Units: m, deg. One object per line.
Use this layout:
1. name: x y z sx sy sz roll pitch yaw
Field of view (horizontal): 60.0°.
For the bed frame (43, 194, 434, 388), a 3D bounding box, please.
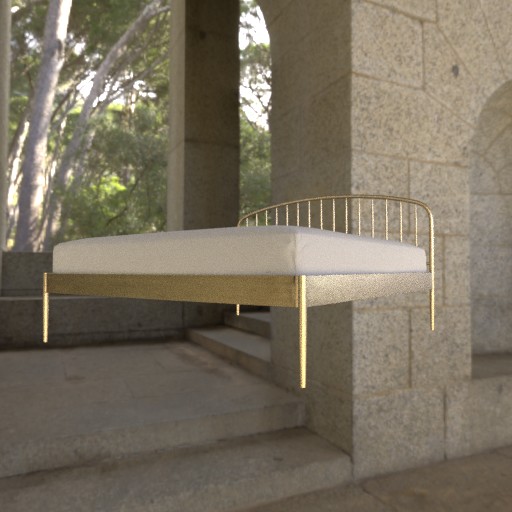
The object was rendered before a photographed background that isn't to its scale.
1. bed frame: 0.000 0.000 3.296 2.016 1.174 2.152 -1 -2 35
